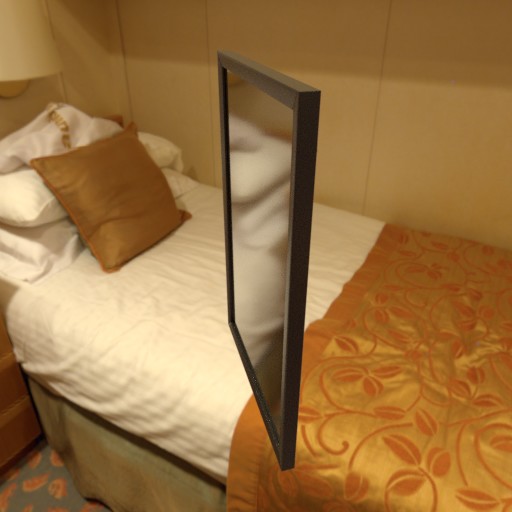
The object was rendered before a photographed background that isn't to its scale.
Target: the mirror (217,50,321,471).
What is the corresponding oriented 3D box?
[{"bbox_3d":[0.000,0.000,1.148,0.040,0.915,0.609,-8,31,-14],"label":"mirror"}]
